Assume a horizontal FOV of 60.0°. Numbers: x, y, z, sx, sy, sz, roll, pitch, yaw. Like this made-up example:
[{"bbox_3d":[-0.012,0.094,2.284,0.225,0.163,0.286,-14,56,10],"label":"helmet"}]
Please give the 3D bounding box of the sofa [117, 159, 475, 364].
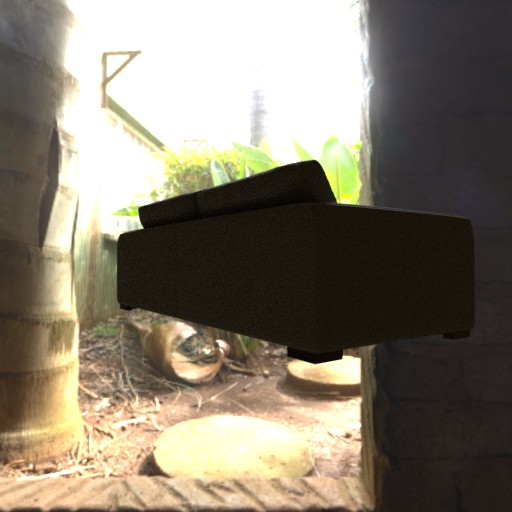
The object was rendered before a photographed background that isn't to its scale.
[{"bbox_3d":[0.000,0.000,2.759,1.070,0.801,2.262,0,-1,-35],"label":"sofa"}]
